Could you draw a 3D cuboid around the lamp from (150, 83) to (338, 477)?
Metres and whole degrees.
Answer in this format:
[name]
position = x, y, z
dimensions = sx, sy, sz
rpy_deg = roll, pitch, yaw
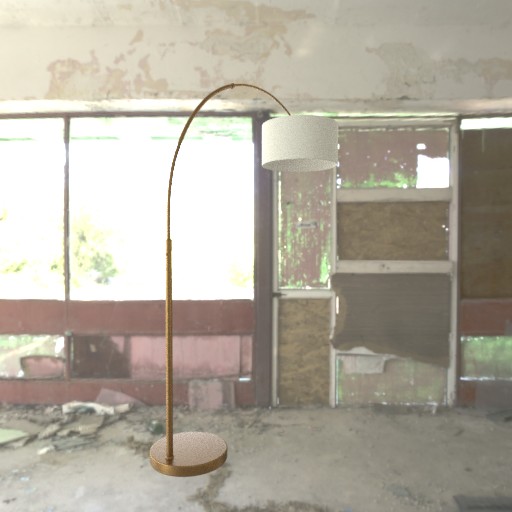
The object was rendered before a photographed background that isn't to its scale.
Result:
[lamp]
position = 0.000, 0.000, 2.542
dimensions = 0.493, 1.927, 1.434
rpy_deg = 1, 2, 37
